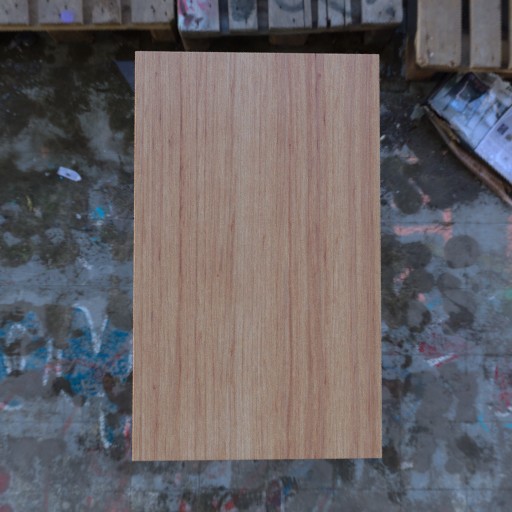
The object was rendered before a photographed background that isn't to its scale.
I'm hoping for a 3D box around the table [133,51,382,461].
[{"bbox_3d":[0.000,0.000,1.476,0.695,0.457,1.146,0,89,-2],"label":"table"}]
